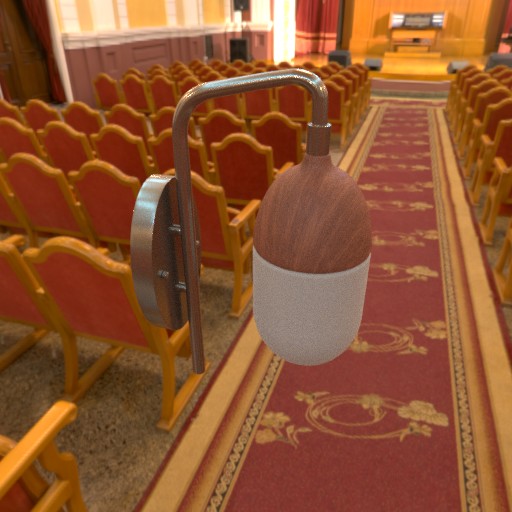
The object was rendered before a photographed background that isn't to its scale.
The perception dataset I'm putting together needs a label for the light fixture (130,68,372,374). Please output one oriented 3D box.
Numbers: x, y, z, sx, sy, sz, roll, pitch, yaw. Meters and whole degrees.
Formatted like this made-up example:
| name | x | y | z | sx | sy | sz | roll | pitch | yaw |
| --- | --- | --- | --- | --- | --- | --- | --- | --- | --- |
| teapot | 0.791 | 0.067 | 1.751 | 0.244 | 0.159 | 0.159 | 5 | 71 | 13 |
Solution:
| name | x | y | z | sx | sy | sz | roll | pitch | yaw |
| --- | --- | --- | --- | --- | --- | --- | --- | --- | --- |
| light fixture | 0.000 | 0.000 | 0.435 | 0.216 | 0.343 | 0.108 | 9 | 30 | 16 |
